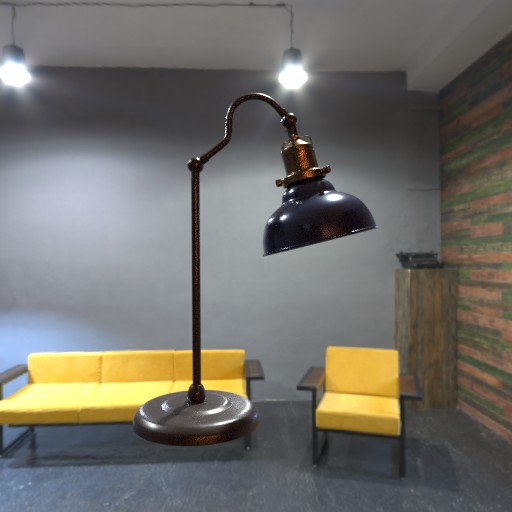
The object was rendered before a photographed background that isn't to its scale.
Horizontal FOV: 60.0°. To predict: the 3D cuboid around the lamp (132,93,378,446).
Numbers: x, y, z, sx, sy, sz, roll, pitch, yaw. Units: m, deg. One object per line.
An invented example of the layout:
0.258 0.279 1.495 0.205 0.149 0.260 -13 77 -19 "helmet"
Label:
0.000 0.000 0.688 0.374 0.508 0.192 0 -1 0 "lamp"
